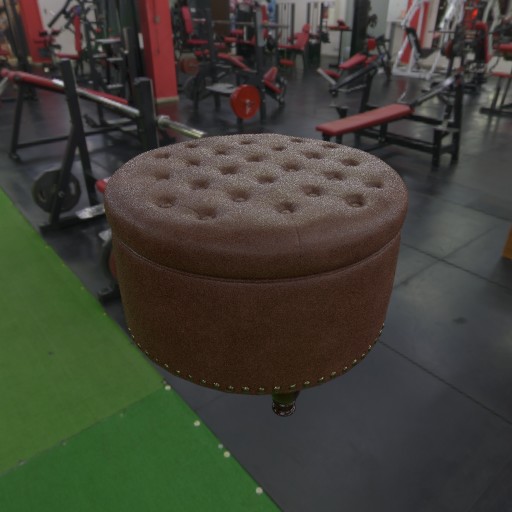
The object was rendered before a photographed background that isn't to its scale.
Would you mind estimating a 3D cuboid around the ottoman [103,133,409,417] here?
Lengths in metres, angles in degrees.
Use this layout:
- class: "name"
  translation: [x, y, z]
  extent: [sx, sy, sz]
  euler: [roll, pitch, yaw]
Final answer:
- class: "ottoman"
  translation: [0.000, 0.000, 1.055]
  extent: [0.637, 0.442, 0.637]
  euler: [0, 30, 0]
